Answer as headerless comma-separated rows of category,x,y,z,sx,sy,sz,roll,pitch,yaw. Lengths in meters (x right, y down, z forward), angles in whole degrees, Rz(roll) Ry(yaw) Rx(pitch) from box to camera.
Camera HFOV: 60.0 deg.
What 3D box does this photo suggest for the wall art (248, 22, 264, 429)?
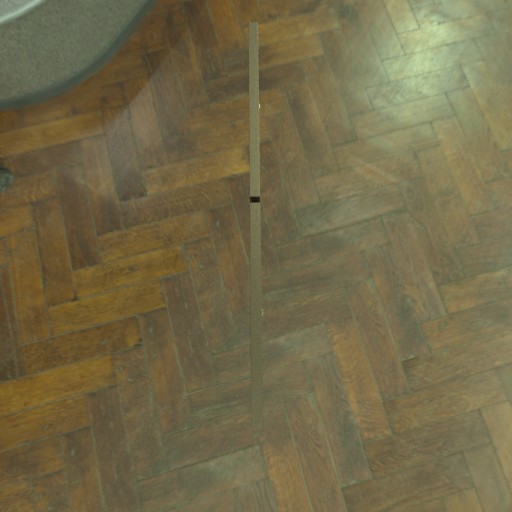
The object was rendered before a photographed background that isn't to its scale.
wall art,0.000,0.000,1.560,0.030,1.032,1.032,-1,75,0
